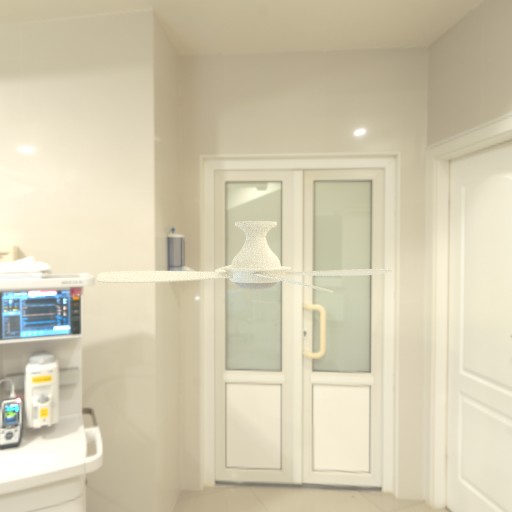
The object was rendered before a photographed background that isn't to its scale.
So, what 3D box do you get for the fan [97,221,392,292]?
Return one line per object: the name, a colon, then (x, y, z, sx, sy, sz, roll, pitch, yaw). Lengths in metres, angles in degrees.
fan: (0.000, 0.000, 2.502, 1.693, 0.382, 1.694, 0, 1, -16)
